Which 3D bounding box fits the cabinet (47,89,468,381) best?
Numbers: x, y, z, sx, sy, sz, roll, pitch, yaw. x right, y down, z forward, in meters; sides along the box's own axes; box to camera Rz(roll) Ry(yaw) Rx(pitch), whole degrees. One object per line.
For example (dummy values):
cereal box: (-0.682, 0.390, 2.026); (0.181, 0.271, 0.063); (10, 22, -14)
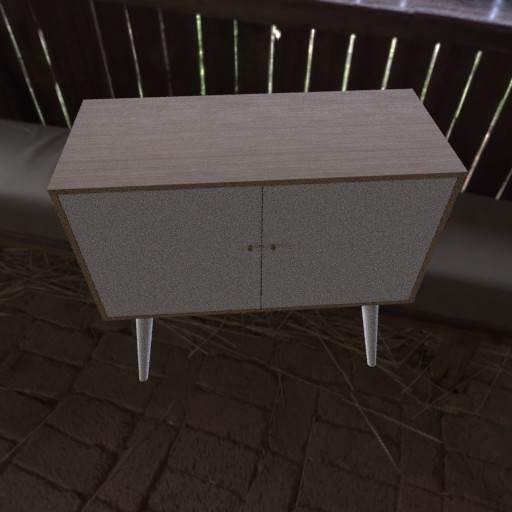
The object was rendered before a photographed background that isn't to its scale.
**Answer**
cabinet: (0.000, 0.000, 1.631); (1.057, 1.016, 0.470); (-3, 47, -3)
